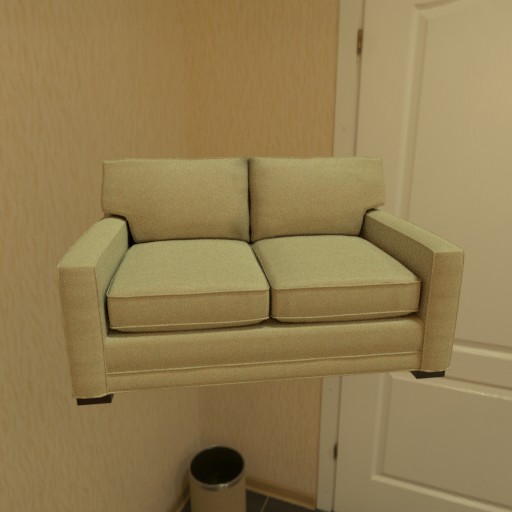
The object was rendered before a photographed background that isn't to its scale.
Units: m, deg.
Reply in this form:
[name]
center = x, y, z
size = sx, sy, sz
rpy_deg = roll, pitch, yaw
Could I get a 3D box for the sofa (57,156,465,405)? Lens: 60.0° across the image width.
[sofa]
center = 0.000, 0.000, 2.038
size = 1.484, 0.853, 0.942
rpy_deg = -2, 17, -7
